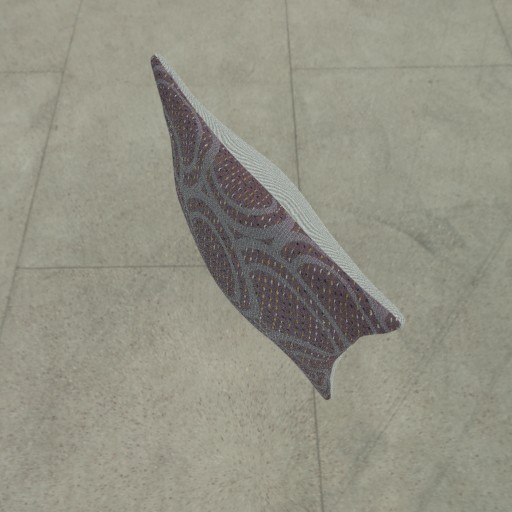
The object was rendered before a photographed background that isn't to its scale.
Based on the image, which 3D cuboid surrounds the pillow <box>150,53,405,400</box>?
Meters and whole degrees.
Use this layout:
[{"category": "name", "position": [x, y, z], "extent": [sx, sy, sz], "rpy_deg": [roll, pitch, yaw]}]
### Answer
[{"category": "pillow", "position": [0.000, 0.000, 0.784], "extent": [0.163, 0.513, 0.514], "rpy_deg": [-33, 68, -15]}]
